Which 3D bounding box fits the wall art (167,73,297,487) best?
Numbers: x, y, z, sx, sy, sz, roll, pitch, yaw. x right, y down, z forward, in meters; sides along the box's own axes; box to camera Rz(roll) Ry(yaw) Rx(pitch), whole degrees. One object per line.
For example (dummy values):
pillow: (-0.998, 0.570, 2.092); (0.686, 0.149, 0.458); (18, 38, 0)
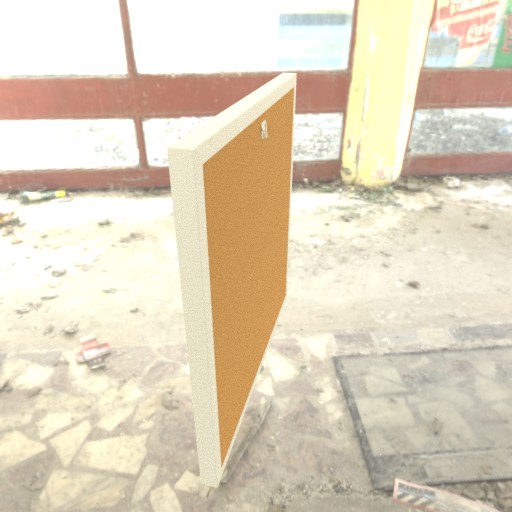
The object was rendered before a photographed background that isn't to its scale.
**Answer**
wall art: (0.000, 0.000, 1.115); (0.050, 0.762, 0.761); (8, 31, 13)
